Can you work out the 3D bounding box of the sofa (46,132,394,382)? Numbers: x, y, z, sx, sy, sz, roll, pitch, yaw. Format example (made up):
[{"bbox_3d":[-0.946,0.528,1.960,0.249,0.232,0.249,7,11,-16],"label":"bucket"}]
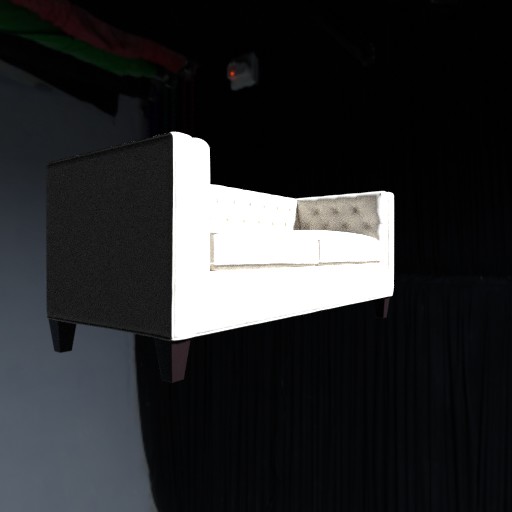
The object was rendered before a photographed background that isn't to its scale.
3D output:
[{"bbox_3d":[0.000,0.000,2.244,0.775,0.762,1.778,0,1,38],"label":"sofa"}]
